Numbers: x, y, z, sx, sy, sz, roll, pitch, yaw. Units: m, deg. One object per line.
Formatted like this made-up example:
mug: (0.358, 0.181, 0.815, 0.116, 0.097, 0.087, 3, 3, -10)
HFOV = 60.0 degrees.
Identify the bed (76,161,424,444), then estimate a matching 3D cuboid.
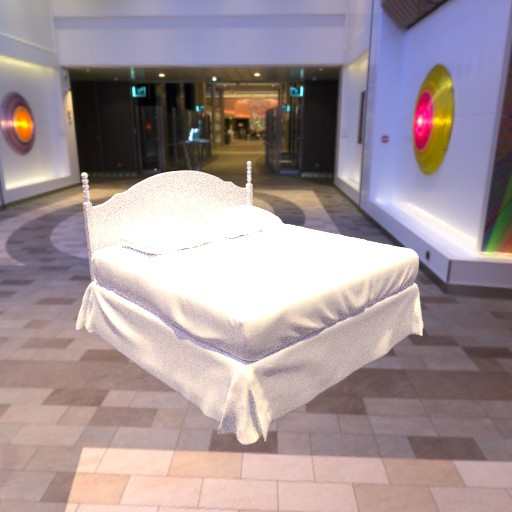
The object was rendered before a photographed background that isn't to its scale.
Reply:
bed: (0.000, 0.000, 3.718, 2.322, 1.355, 2.219, -15, 22, -42)
